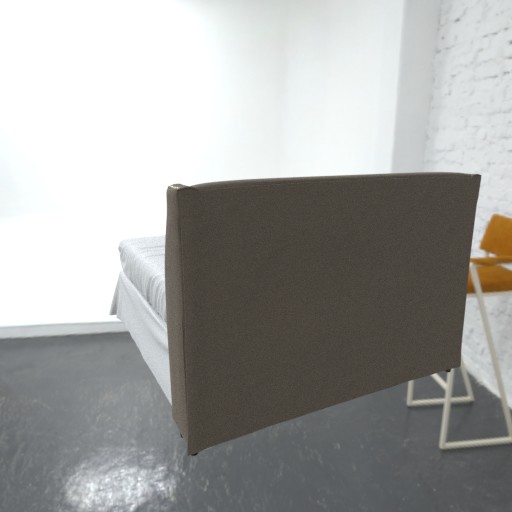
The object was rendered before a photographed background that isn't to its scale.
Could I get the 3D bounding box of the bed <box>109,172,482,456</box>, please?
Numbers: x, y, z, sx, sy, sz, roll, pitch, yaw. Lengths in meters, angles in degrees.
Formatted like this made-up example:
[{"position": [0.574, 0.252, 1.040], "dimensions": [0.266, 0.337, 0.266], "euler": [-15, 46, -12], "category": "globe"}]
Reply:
[{"position": [0.000, 0.000, 3.356], "dimensions": [1.925, 1.332, 2.276], "euler": [-7, 16, -26], "category": "bed"}]
